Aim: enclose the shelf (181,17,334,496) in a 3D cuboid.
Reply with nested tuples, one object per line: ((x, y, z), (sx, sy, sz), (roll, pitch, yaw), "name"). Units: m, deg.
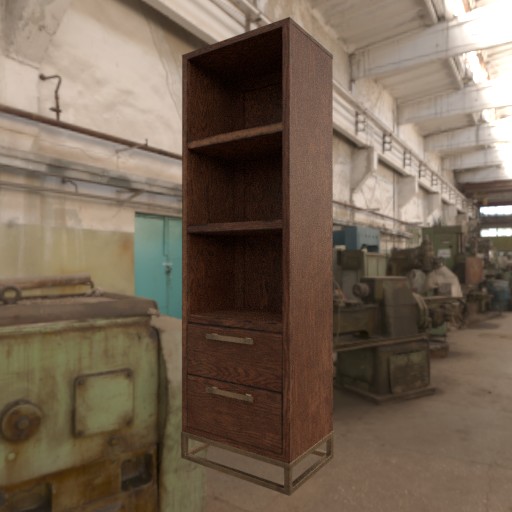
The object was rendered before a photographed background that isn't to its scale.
((0.000, 0.000, 1.898), (0.539, 1.732, 0.395), (0, 0, 35), "shelf")
